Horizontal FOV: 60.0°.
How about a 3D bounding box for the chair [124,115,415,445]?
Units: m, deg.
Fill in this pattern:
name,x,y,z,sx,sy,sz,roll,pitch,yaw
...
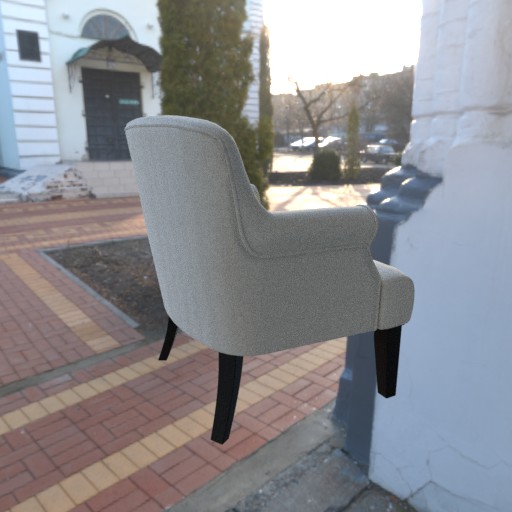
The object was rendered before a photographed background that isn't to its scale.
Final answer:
name,x,y,z,sx,sy,sz,roll,pitch,yaw
chair,0.000,0.000,1.484,0.750,0.875,0.781,-8,16,-27
